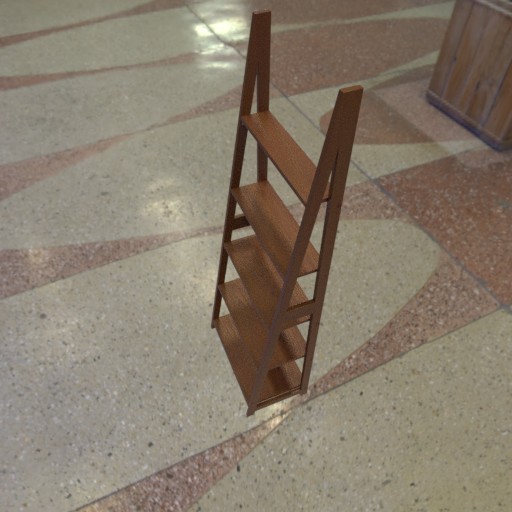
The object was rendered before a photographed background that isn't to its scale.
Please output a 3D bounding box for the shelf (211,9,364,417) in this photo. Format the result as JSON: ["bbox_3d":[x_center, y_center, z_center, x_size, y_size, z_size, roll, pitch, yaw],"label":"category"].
[{"bbox_3d":[0.000,0.000,1.967,0.356,1.780,0.630,-17,50,-15],"label":"shelf"}]
